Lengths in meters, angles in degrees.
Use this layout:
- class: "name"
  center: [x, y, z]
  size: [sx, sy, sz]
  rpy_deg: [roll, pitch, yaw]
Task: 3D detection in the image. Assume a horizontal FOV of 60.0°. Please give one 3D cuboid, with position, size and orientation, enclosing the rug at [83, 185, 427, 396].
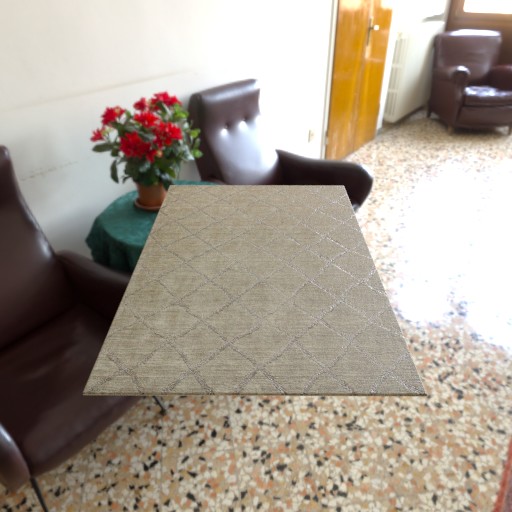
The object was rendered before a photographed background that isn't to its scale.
- class: "rug"
  center: [0.000, 0.000, 2.916]
  size: [1.521, 0.015, 2.280]
  rpy_deg: [0, 33, 0]
